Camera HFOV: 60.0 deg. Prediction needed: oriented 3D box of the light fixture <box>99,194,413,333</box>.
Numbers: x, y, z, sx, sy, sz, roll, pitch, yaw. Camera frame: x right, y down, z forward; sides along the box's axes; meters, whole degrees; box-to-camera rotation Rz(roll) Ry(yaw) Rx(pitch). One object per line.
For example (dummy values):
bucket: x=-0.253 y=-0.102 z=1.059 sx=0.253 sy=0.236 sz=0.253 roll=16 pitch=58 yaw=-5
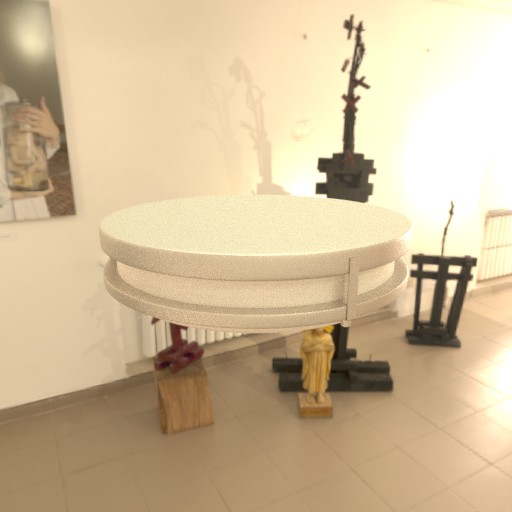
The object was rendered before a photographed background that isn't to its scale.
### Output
light fixture: x=0.000 y=0.000 z=0.541 sx=0.356 sy=0.102 sz=0.356 roll=0 pitch=16 yaw=0
